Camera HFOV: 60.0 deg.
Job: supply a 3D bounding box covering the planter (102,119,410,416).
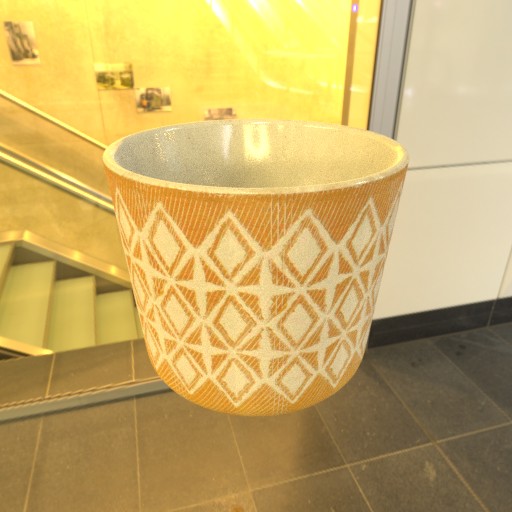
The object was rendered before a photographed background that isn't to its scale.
[{"bbox_3d":[0.000,0.000,0.328,0.193,0.165,0.193,0,27,0],"label":"planter"}]
